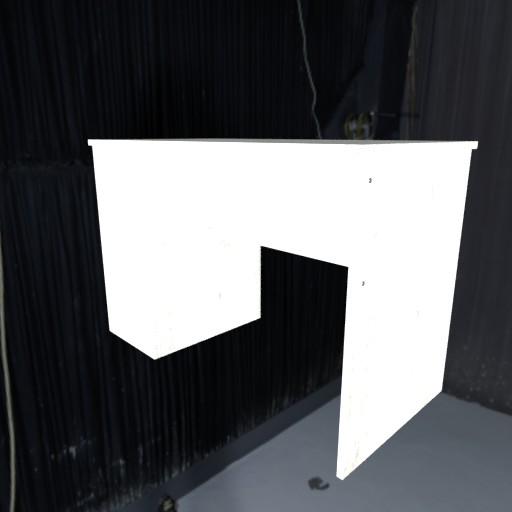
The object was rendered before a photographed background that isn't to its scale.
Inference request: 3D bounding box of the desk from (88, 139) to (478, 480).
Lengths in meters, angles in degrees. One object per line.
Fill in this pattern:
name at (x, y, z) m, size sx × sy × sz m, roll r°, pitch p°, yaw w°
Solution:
desk at (0.000, 0.000, 1.447) m, size 0.560 × 0.730 × 1.096 m, roll -15°, pitch 21°, yaw -42°
